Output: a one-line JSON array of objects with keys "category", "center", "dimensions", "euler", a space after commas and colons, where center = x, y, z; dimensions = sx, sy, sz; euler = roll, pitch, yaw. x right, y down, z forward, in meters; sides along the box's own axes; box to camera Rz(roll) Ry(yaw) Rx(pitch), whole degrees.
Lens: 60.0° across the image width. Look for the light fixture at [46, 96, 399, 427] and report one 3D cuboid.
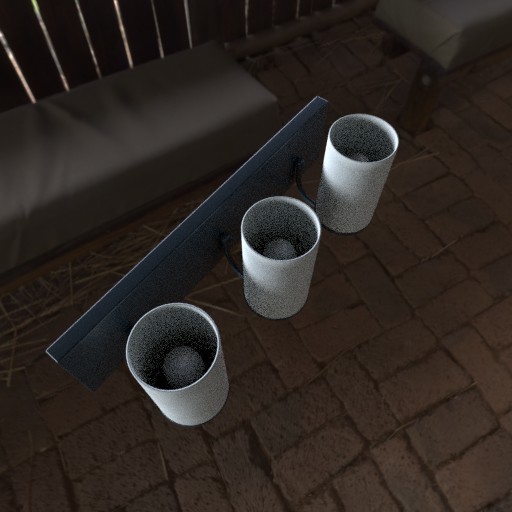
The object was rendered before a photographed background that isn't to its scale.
[{"category": "light fixture", "center": [0.000, 0.000, 0.522], "dimensions": [0.145, 0.172, 0.451], "euler": [34, 64, 19]}]
